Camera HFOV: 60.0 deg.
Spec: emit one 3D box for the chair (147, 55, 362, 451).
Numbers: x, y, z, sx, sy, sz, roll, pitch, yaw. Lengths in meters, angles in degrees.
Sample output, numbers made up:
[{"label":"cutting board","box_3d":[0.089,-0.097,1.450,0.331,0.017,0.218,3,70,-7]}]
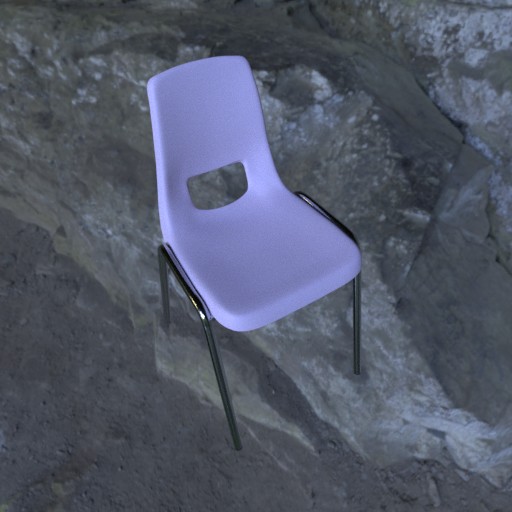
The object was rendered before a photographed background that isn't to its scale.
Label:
[{"label":"chair","box_3d":[0.000,0.000,0.967,0.381,0.704,0.436,-24,50,-22]}]
